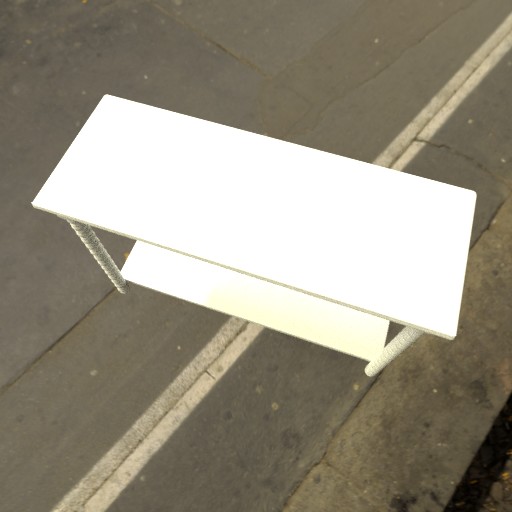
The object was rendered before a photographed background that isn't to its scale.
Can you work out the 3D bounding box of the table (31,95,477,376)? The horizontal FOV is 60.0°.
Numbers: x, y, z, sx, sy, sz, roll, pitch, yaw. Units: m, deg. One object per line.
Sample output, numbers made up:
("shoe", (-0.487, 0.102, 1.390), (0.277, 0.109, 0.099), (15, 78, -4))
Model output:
("table", (0.000, 0.000, 1.582), (1.184, 0.740, 0.459), (17, 65, 8))
